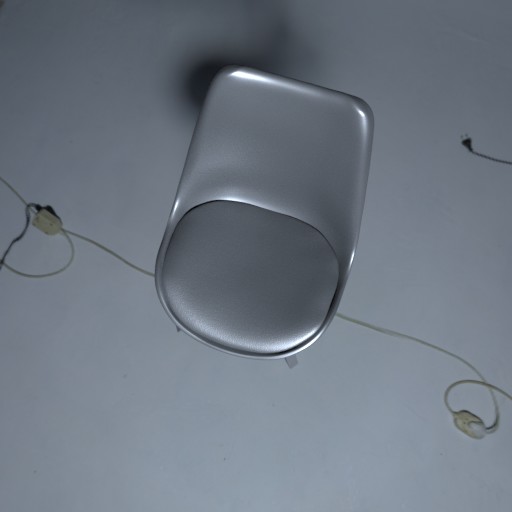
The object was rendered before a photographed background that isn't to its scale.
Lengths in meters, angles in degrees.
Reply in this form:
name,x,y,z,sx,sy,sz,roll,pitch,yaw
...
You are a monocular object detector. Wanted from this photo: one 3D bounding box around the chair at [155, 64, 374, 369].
name,x,y,z,sx,sy,sz,roll,pitch,yaw
chair,0.000,0.000,1.183,0.485,0.850,0.530,17,77,4
